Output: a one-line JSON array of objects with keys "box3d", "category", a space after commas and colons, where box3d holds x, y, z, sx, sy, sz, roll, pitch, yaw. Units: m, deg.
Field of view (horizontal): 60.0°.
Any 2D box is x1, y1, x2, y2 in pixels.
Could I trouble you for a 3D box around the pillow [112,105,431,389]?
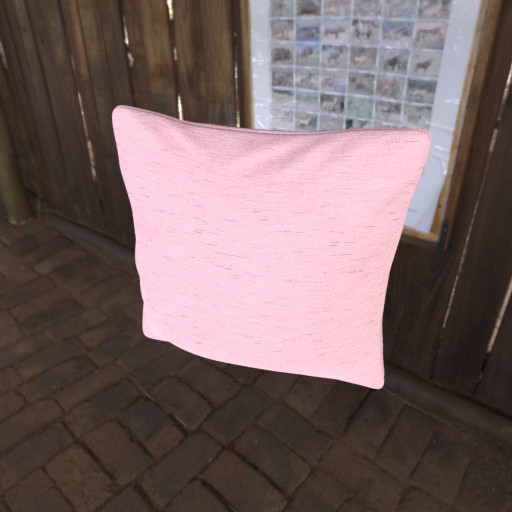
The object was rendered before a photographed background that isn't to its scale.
[{"box3d": [0.000, 0.000, 0.671, 0.432, 0.415, 0.246, 9, 31, 15], "category": "pillow"}]
